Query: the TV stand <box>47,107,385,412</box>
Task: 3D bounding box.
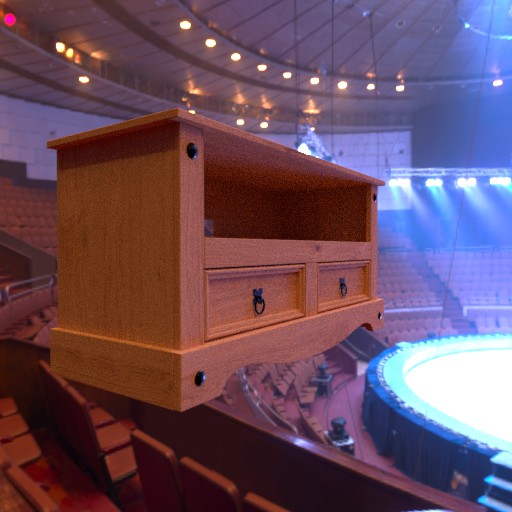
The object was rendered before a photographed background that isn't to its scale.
[{"bbox_3d":[0.000,0.000,1.357,0.440,0.550,1.080,1,1,35],"label":"TV stand"}]
